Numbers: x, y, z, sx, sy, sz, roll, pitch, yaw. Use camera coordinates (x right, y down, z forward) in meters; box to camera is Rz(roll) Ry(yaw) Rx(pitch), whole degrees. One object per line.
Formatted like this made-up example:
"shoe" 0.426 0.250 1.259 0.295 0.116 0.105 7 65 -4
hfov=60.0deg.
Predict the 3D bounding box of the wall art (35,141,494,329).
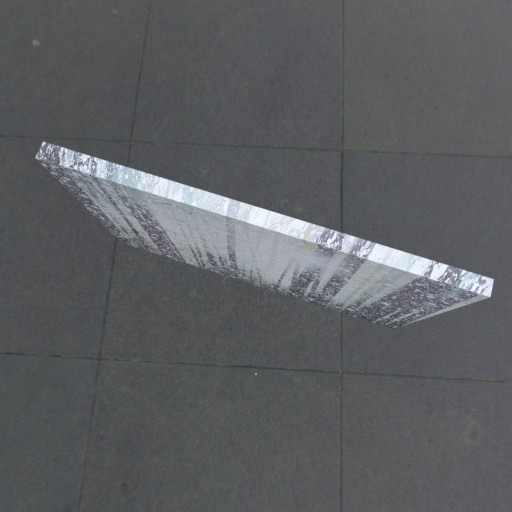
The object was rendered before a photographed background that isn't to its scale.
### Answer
"wall art" 0.000 0.000 1.146 0.919 0.598 0.038 17 76 5
